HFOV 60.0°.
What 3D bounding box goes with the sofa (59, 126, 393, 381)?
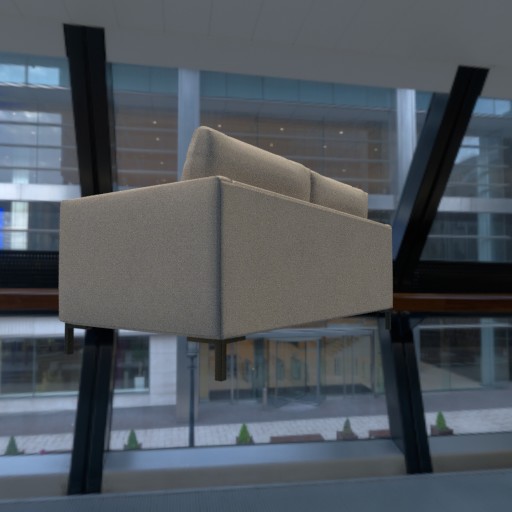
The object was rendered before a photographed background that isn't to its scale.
[{"bbox_3d":[0.000,0.000,2.249,0.875,0.840,1.682,-2,-3,35],"label":"sofa"}]
